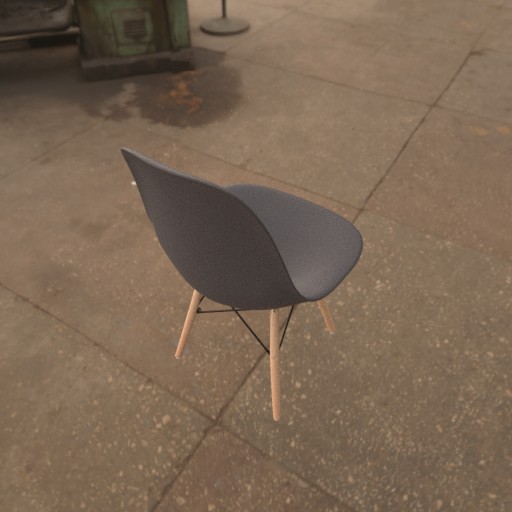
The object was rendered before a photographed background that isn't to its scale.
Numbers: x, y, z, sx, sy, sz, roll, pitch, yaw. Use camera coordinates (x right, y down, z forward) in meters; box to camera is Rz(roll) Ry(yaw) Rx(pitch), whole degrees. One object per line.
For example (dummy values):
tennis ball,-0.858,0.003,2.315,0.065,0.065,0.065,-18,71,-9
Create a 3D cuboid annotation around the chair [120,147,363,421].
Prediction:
chair,0.000,0.000,1.136,0.470,0.826,0.533,25,50,23
